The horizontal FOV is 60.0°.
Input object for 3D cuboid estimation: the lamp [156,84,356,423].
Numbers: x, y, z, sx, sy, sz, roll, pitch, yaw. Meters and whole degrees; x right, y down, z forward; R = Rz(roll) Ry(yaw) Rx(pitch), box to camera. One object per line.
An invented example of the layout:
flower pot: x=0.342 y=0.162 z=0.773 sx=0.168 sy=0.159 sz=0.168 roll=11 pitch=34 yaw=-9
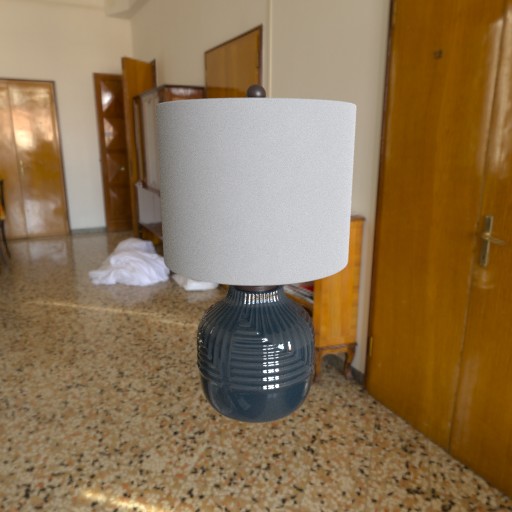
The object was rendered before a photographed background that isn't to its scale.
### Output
lamp: x=0.000 y=0.000 z=0.780 sx=0.318 sy=0.567 sz=0.318 roll=0 pitch=15 yaw=0
